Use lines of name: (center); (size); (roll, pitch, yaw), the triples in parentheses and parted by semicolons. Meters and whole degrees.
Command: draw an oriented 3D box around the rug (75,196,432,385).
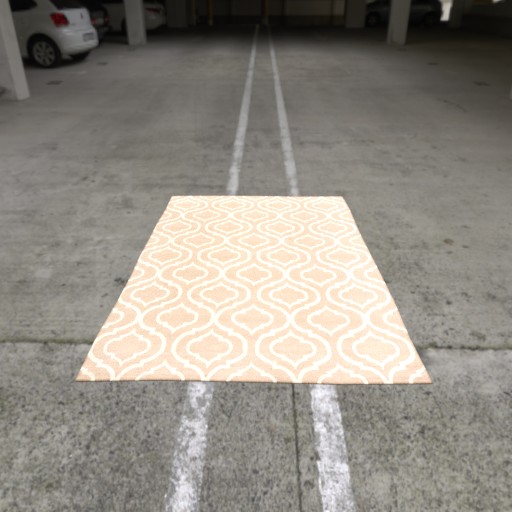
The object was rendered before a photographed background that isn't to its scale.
rug: (0.000, 0.000, 2.188); (1.152, 0.013, 1.761); (0, 27, 0)
